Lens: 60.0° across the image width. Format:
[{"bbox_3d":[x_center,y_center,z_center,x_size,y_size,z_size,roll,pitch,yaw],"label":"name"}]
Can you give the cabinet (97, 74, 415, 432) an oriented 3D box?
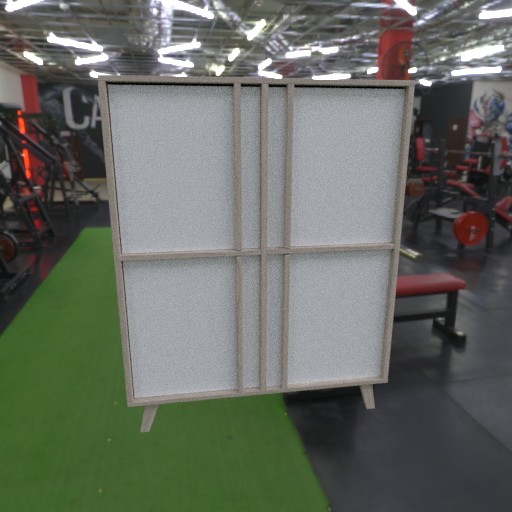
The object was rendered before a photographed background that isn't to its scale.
[{"bbox_3d":[0.000,0.000,1.905,1.111,1.388,0.398,-3,16,-9],"label":"cabinet"}]
